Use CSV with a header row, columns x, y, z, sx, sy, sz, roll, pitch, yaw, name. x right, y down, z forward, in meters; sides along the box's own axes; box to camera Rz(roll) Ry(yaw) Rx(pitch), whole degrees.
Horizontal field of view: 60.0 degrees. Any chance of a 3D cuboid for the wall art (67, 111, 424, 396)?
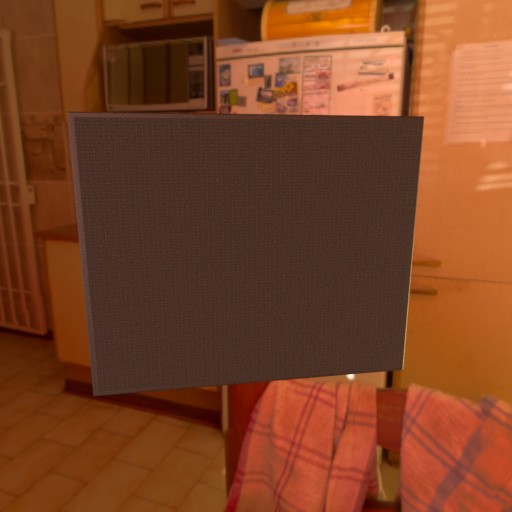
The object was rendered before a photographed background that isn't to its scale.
x,y,z,sx,sy,sz,roll,pitch,yaw,name
0.000,0.000,0.752,0.559,0.458,0.029,-2,14,-9,wall art
